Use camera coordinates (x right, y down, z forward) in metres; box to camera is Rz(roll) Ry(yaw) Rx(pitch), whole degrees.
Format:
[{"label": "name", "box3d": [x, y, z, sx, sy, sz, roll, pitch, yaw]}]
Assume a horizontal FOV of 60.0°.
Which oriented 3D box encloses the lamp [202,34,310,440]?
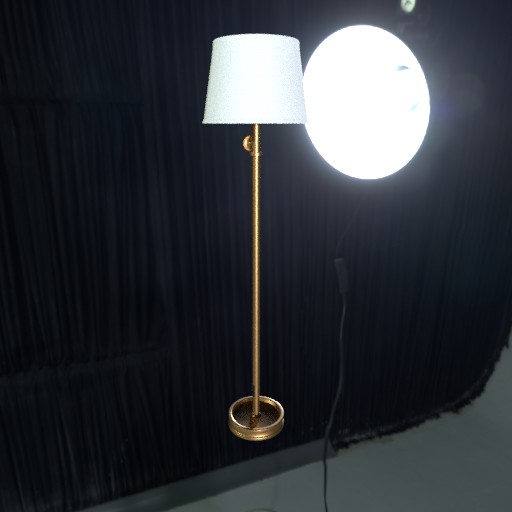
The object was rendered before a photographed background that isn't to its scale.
[{"label": "lamp", "box3d": [0.000, 0.000, 0.807, 0.178, 0.710, 0.178, 0, 17, 0]}]
